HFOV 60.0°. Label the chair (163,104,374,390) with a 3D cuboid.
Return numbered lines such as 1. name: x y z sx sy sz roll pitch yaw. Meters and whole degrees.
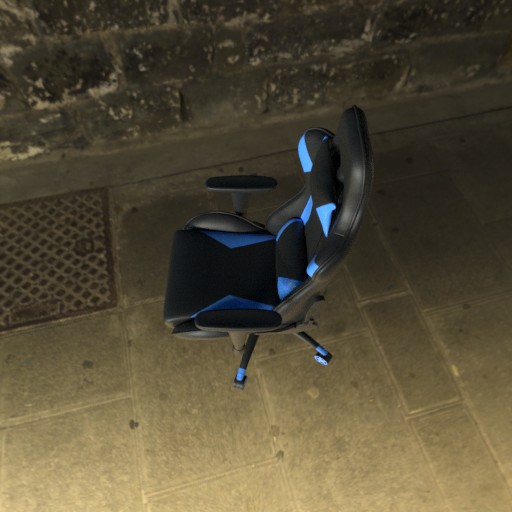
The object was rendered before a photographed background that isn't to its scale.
1. chair: 0.000 0.000 1.696 0.730 1.282 0.695 0 58 0
